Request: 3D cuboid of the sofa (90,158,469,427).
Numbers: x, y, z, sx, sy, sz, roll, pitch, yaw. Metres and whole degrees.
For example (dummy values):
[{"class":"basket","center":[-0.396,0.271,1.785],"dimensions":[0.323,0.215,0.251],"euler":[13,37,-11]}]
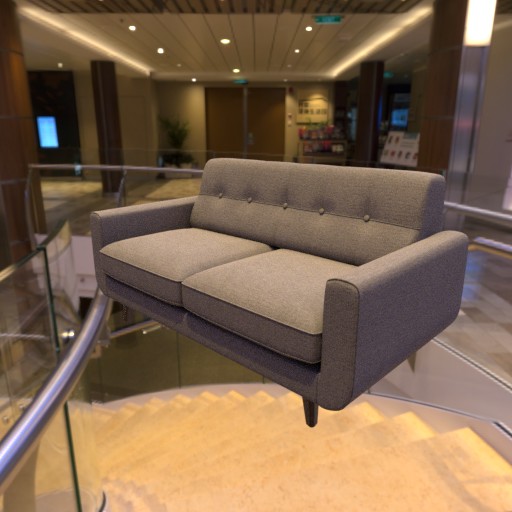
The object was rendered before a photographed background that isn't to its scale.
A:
[{"class":"sofa","center":[0.000,0.000,2.124],"dimensions":[1.631,0.841,0.909],"euler":[15,22,42]}]
